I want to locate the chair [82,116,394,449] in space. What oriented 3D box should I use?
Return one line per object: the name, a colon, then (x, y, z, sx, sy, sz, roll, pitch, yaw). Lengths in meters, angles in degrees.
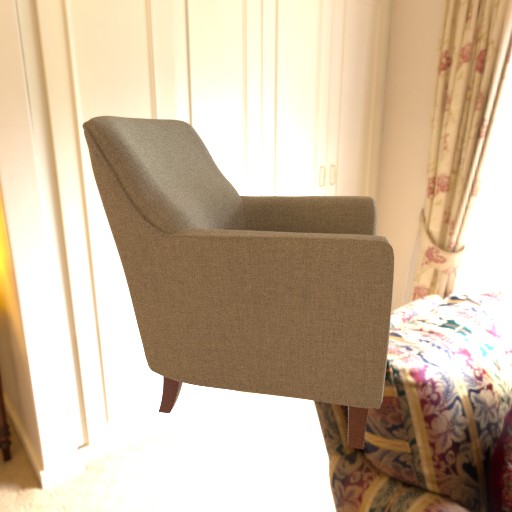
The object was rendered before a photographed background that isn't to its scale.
chair: (0.000, 0.000, 1.753, 0.993, 1.047, 0.887, 3, 16, 11)
